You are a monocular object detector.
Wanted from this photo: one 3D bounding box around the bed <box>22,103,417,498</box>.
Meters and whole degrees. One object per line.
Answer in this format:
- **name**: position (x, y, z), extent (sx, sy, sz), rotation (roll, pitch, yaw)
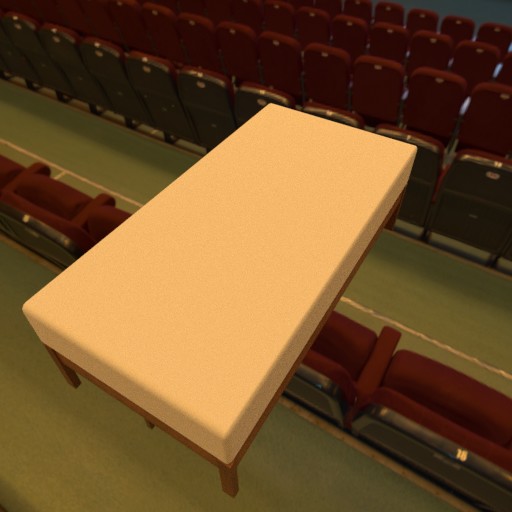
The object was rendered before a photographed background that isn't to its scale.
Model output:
- **bed**: position (0.000, 0.000, 2.295), extent (0.961, 0.616, 1.902), rotation (24, 51, 21)
